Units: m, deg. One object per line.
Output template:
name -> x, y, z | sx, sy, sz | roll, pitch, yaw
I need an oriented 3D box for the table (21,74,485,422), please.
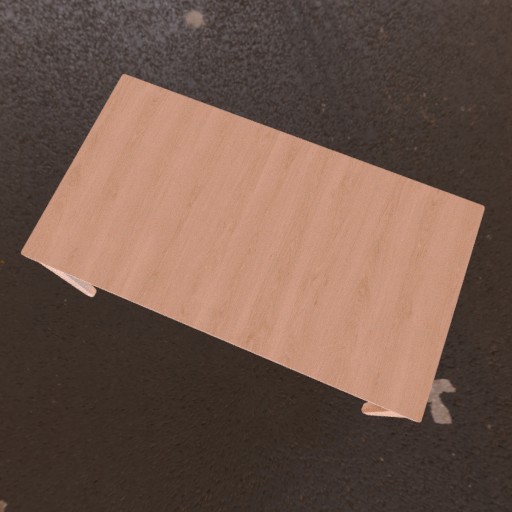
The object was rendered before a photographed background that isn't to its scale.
table -> 0.000, 0.000, 2.026 | 1.600, 0.760, 0.900 | 22, 76, 6
